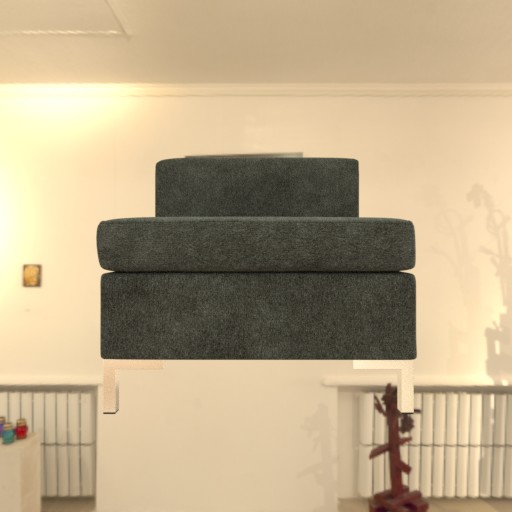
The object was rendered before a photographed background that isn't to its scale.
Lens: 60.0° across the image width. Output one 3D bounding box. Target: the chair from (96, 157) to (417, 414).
[{"bbox_3d":[0.000,0.000,1.227,0.680,0.660,0.680,0,0,0],"label":"chair"}]
